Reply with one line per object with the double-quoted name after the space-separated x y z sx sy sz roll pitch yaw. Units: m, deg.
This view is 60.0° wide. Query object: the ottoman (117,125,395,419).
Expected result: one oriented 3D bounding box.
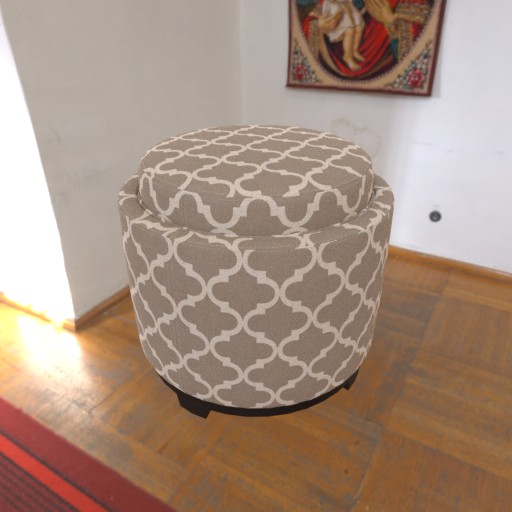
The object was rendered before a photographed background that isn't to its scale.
0.000 0.000 0.852 0.480 0.429 0.480 0 30 0 "ottoman"
